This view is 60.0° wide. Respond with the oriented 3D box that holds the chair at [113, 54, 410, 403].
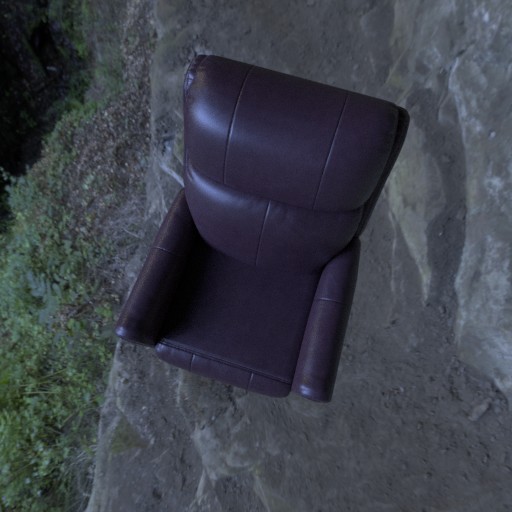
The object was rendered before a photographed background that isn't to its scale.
[{"bbox_3d":[0.000,0.000,1.759,0.838,1.054,1.014,17,76,4],"label":"chair"}]
